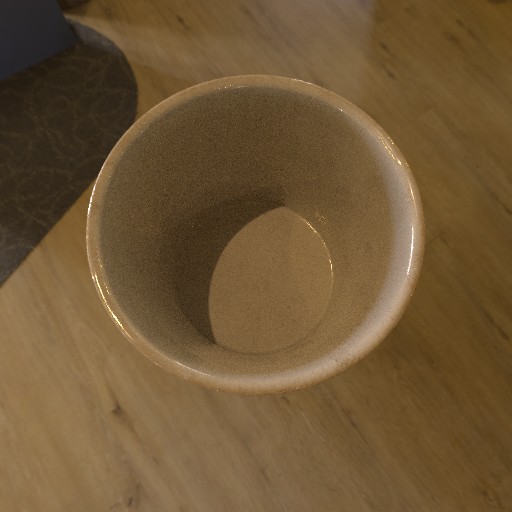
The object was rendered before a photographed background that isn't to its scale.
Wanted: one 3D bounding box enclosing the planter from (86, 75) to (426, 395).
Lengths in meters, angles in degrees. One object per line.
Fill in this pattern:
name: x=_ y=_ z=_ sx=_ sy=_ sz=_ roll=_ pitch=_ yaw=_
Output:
planter: x=0.000 y=0.000 z=0.215 sx=0.126 sy=0.104 sz=0.126 roll=0 pitch=74 yaw=0
